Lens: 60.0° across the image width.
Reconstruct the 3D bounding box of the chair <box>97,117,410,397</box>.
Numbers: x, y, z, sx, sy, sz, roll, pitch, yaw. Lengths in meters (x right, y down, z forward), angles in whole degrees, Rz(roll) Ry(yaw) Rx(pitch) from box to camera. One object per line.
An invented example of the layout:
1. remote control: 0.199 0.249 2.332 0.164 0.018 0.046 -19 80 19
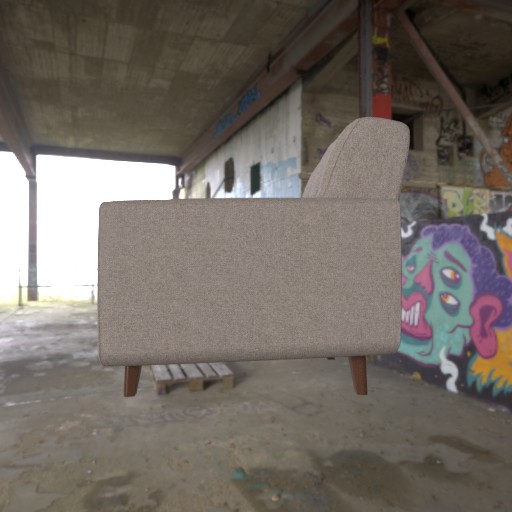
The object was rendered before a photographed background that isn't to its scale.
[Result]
1. chair: 0.000 0.000 1.580 0.907 0.839 0.831 0 -1 -1
